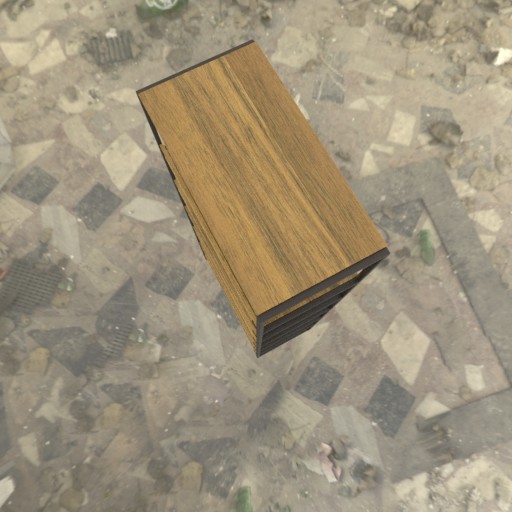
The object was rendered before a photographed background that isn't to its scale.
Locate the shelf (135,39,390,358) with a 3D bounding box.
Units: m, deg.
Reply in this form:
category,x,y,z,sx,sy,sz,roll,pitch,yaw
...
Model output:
category,x,y,z,sx,sy,sz,roll,pitch,yaw
shelf,0.000,0.000,2.311,0.431,2.015,0.847,-27,76,-7
